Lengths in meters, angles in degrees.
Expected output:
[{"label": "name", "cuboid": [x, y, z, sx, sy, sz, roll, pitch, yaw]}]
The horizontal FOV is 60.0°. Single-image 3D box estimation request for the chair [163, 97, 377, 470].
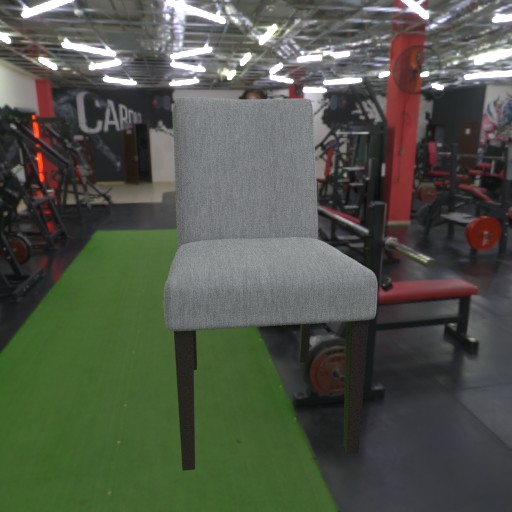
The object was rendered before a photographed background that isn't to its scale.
[{"label": "chair", "cuboid": [0.000, 0.000, 1.255, 0.487, 0.884, 0.629, -2, 16, -8]}]
